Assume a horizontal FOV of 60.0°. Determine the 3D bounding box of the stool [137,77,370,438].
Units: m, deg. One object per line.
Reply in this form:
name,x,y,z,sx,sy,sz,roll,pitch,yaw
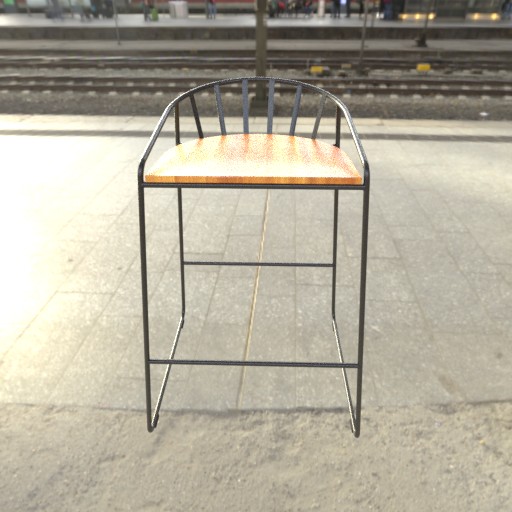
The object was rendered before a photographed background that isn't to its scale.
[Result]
stool,0.000,0.000,1.159,0.546,0.812,0.521,1,30,1
